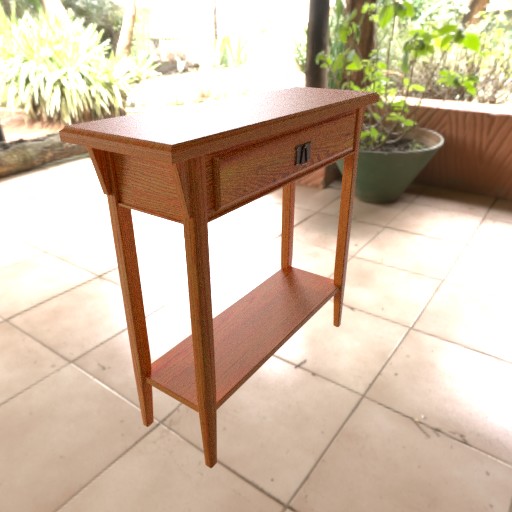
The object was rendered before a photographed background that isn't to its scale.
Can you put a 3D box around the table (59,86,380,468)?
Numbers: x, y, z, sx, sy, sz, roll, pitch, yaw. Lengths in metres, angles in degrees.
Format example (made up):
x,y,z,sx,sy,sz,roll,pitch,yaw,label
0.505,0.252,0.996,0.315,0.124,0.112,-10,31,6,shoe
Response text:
x,y,z,sx,sy,sz,roll,pitch,yaw,label
0.000,0.000,1.094,0.254,0.711,0.762,17,31,31,table
